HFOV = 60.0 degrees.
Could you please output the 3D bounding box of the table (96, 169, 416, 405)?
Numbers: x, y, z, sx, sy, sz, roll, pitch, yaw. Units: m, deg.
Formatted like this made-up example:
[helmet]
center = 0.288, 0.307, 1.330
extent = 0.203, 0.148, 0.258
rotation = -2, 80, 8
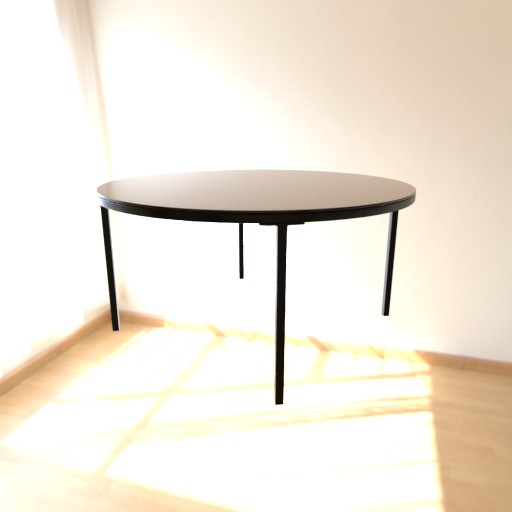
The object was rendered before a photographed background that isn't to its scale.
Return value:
[table]
center = 0.000, 0.000, 1.223
extent = 0.800, 0.400, 0.800
rotation = 0, 16, 0
